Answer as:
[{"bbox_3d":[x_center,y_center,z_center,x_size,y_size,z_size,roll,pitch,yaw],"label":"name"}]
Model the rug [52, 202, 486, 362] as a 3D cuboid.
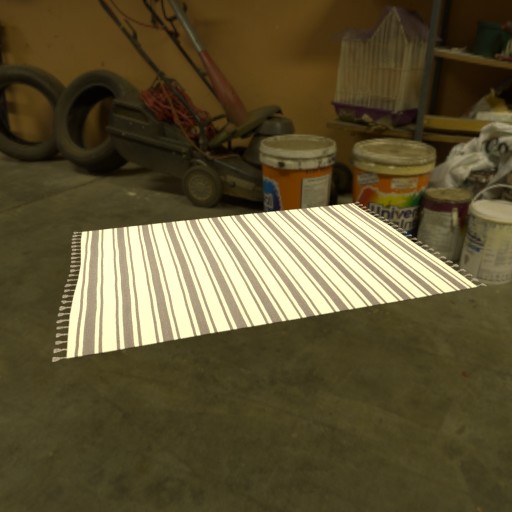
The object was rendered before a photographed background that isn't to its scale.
[{"bbox_3d":[0.000,0.000,2.993,2.425,0.014,1.563,-8,27,-15],"label":"rug"}]
